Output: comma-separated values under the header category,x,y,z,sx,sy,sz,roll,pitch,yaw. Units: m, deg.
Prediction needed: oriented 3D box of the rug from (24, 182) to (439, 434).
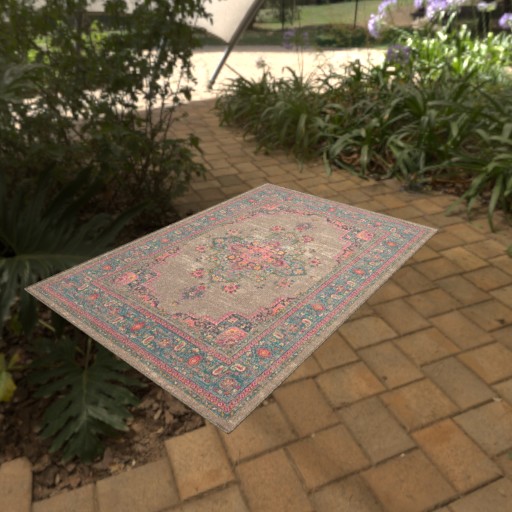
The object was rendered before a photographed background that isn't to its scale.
category,x,y,z,sx,sy,sz,roll,pitch,yaw
rug,0.000,0.000,3.650,2.005,0.013,2.890,22,36,33
